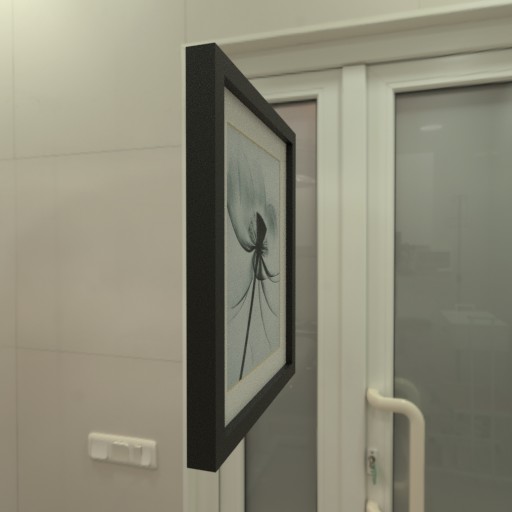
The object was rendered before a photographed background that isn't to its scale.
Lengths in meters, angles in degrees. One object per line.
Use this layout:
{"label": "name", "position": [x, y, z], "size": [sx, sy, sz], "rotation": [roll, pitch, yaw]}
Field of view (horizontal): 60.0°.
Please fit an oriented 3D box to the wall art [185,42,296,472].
{"label": "wall art", "position": [0.000, 0.000, 0.554], "size": [0.029, 0.381, 0.330], "rotation": [0, 1, 17]}
